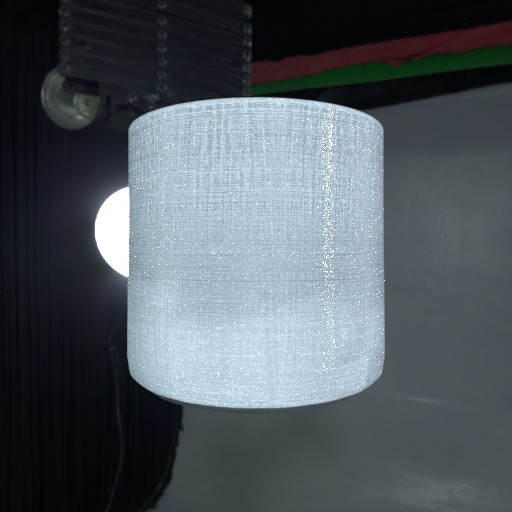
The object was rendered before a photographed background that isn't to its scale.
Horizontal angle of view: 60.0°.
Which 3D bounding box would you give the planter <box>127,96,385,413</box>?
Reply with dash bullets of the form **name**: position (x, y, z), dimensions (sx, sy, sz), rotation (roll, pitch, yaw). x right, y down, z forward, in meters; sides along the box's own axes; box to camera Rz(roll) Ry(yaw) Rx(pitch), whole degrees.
- **planter**: position (0.000, 0.000, 0.286), dimensions (0.160, 0.156, 0.160), rotation (0, 1, 0)
